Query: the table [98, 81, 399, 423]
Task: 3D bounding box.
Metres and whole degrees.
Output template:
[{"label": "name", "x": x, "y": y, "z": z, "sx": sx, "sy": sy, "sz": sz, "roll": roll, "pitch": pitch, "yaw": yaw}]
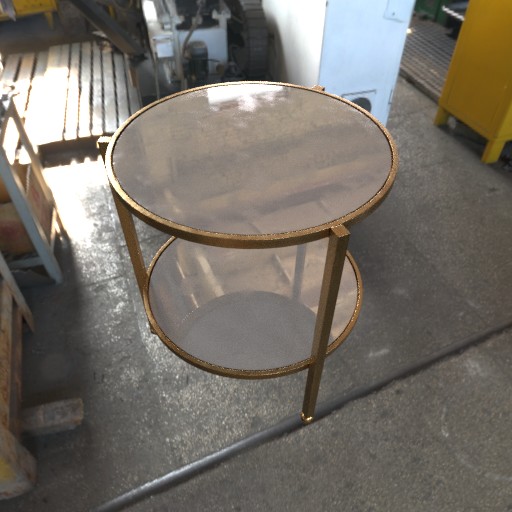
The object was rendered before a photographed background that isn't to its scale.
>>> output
[{"label": "table", "x": 0.000, "y": 0.000, "z": 0.458, "sx": 0.231, "sy": 0.269, "sz": 0.243, "roll": 24, "pitch": 50, "yaw": 22}]
